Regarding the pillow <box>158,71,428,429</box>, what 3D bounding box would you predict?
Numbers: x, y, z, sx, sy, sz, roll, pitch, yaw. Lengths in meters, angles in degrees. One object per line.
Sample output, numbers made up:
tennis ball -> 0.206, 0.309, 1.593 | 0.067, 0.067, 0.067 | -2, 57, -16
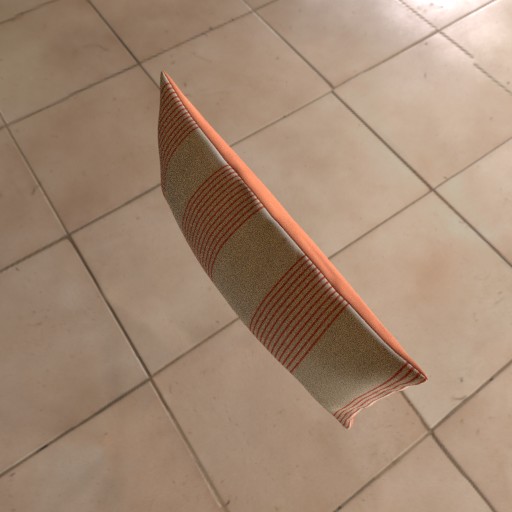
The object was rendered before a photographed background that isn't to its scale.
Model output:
pillow -> 0.000, 0.000, 0.740 | 0.156, 0.292, 0.608 | -33, 69, -14
